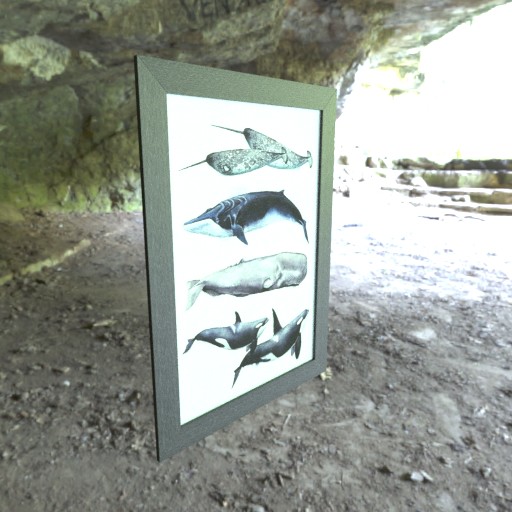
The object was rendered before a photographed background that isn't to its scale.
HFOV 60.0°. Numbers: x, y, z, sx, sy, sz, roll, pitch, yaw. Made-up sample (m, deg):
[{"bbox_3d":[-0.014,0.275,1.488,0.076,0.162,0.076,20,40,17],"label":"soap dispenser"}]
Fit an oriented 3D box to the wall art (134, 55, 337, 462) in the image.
[{"bbox_3d":[0.000,0.000,1.462,0.810,1.116,0.016,-12,18,-43],"label":"wall art"}]
